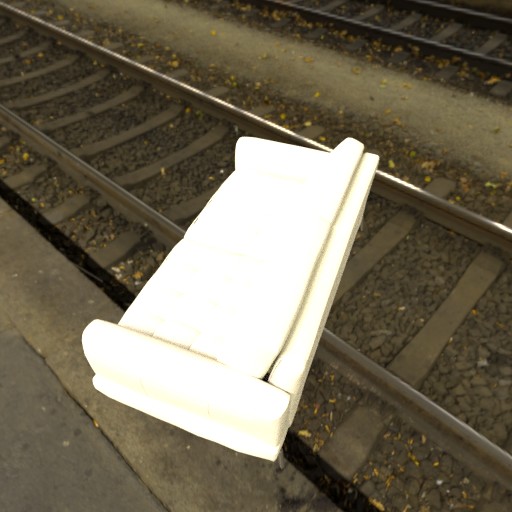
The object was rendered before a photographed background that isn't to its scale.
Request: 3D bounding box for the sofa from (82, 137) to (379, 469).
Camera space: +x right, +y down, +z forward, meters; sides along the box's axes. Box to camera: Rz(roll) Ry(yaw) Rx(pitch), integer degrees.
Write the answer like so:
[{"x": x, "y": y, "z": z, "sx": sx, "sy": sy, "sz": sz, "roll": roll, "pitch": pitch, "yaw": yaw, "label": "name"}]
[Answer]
[{"x": 0.000, "y": 0.000, "z": 2.815, "sx": 1.121, "sy": 0.930, "sz": 2.177, "roll": 16, "pitch": 47, "yaw": 15, "label": "sofa"}]
